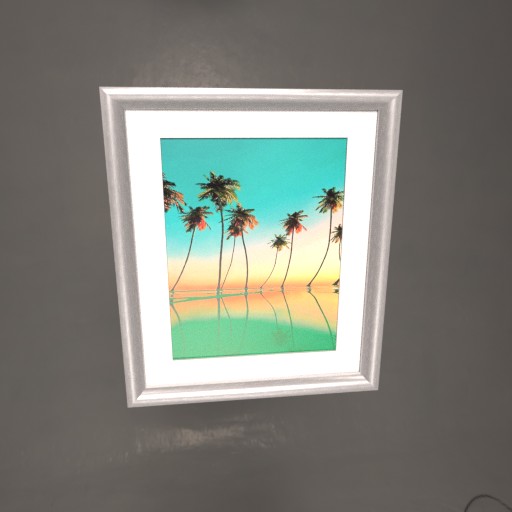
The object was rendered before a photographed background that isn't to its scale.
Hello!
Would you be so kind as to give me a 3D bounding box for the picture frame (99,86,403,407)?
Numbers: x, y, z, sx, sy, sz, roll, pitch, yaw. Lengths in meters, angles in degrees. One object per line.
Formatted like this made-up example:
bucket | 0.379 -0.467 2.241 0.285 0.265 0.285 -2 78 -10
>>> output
picture frame | 0.000 0.000 0.535 0.327 0.378 0.027 -2 16 -7
